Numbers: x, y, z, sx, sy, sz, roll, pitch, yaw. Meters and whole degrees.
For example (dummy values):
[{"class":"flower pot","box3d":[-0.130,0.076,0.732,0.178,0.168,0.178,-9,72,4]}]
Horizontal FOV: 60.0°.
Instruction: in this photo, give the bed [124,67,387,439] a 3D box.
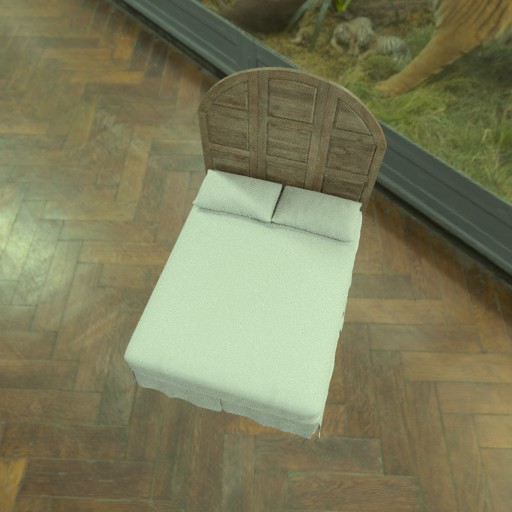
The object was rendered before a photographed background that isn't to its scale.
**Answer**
[{"class":"bed","box3d":[0.000,0.000,3.566,1.713,2.002,2.112,14,59,9]}]
